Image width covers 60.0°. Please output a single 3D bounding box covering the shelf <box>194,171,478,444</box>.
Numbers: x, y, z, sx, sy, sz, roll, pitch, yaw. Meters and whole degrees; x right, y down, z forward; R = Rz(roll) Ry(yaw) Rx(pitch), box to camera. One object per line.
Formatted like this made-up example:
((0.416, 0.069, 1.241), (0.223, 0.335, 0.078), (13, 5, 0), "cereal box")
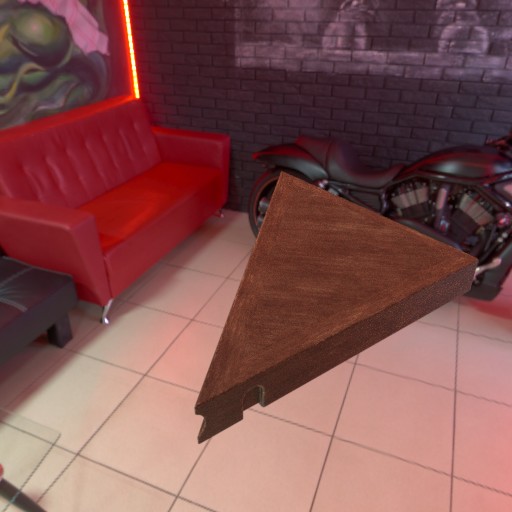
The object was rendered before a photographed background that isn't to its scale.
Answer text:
((0.000, 0.000, 0.446), (0.296, 0.035, 0.296), (-19, 35, -30), "shelf")
